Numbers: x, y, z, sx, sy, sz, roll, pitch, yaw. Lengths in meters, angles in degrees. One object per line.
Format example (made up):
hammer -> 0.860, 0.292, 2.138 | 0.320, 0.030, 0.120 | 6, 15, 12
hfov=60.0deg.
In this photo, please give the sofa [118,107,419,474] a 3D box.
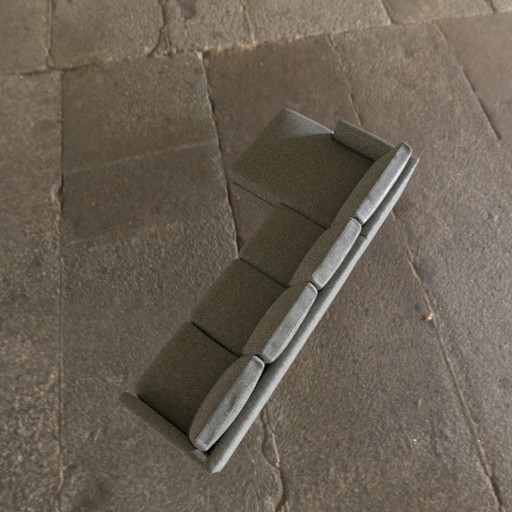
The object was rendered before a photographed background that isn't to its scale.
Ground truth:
sofa -> 0.000, 0.000, 4.233 | 1.635, 0.960, 3.485 | 32, 69, 14
